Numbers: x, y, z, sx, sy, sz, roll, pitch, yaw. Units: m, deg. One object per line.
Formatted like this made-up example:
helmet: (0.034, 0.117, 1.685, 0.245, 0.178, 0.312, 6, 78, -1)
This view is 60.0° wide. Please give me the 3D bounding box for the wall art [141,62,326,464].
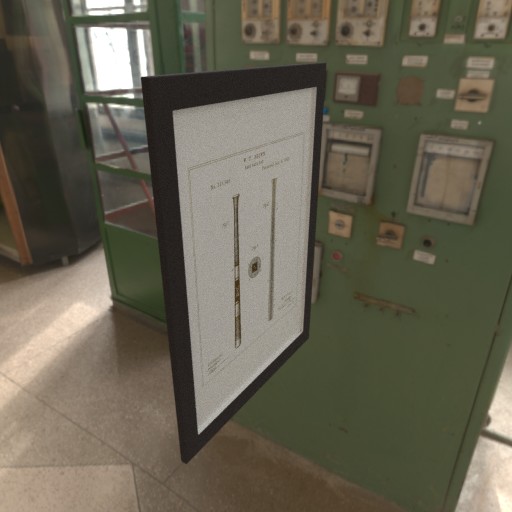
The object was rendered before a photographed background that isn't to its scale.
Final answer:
wall art: (0.000, 0.000, 0.676, 0.012, 0.529, 0.374, 17, 31, 31)
